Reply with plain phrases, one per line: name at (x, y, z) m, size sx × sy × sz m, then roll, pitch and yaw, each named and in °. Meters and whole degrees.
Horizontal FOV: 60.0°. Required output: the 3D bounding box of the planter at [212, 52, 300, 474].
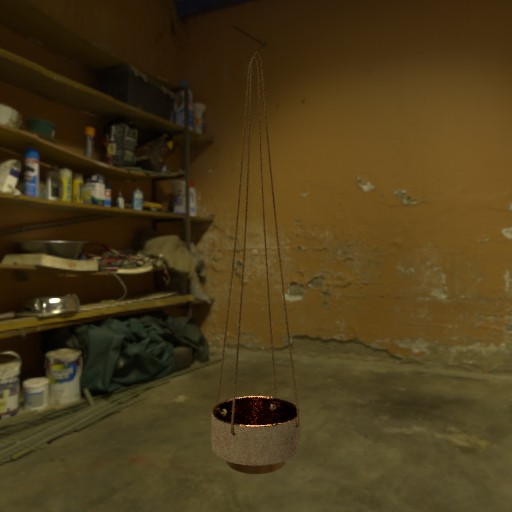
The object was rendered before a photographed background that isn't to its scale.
planter at (0.000, 0.000, 1.124) m, size 0.223 × 1.030 × 0.223 m, roll 0°, pitch 0°, yaw -17°
